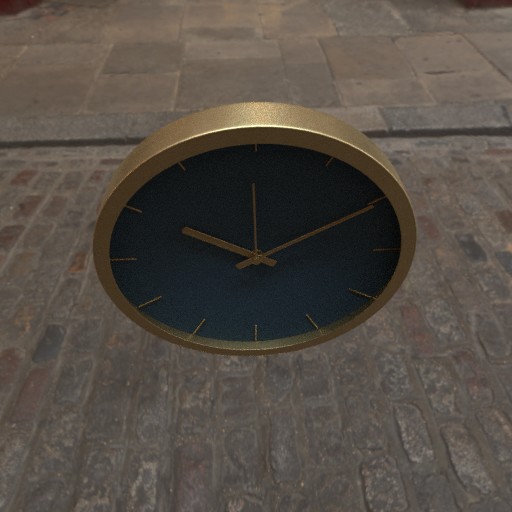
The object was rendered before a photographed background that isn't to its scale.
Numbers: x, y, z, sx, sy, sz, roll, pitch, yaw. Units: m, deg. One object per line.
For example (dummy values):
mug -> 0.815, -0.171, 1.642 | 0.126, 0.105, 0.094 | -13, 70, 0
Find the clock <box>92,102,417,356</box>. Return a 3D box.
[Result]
clock -> 0.000, 0.000, 0.454 | 0.314, 0.314, 0.040 | -2, 45, -2
